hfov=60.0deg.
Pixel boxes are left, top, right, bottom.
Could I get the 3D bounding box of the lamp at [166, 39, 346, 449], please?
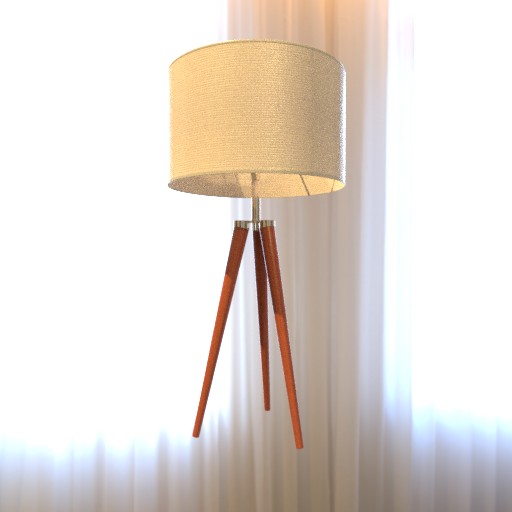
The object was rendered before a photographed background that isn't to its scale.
[{"bbox_3d":[0.000,0.000,0.900,0.355,0.709,0.354,-1,1,-36],"label":"lamp"}]
